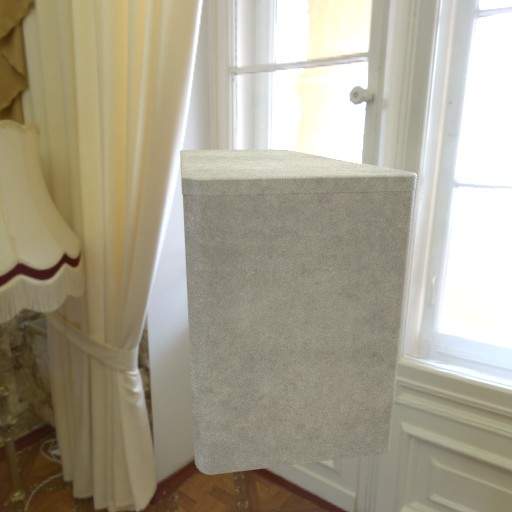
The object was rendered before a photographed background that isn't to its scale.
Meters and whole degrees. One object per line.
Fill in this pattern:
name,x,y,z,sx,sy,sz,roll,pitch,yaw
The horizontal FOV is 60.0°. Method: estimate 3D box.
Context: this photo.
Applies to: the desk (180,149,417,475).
desk,0.000,0.000,1.735,0.550,0.755,1.400,-3,16,-9
